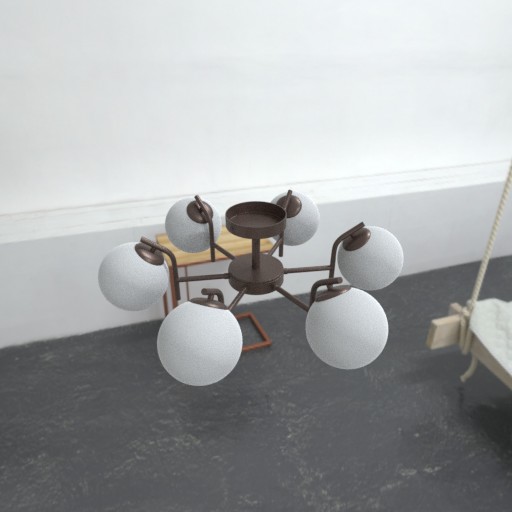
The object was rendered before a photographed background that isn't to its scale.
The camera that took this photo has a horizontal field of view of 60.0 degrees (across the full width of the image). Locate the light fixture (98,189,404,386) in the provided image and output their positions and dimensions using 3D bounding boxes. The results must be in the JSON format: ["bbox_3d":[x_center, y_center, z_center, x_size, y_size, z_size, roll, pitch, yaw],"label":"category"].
[{"bbox_3d":[0.000,0.000,0.952,0.662,0.201,0.662,0,31,0],"label":"light fixture"}]
